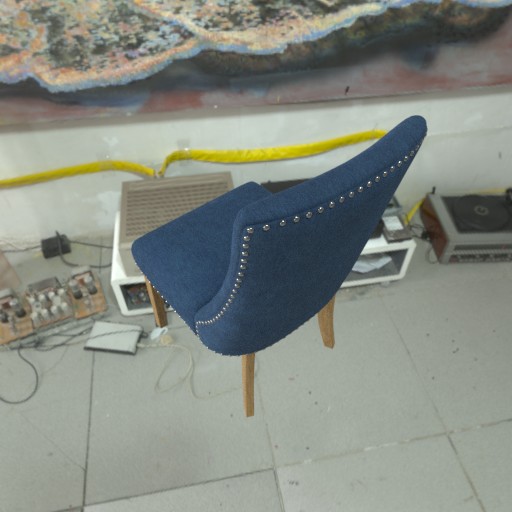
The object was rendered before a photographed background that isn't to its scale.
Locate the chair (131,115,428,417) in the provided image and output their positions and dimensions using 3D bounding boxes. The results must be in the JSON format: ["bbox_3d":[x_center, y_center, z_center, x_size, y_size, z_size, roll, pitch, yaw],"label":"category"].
[{"bbox_3d":[0.000,0.000,1.230,0.495,0.902,0.610,-32,54,-26],"label":"chair"}]
